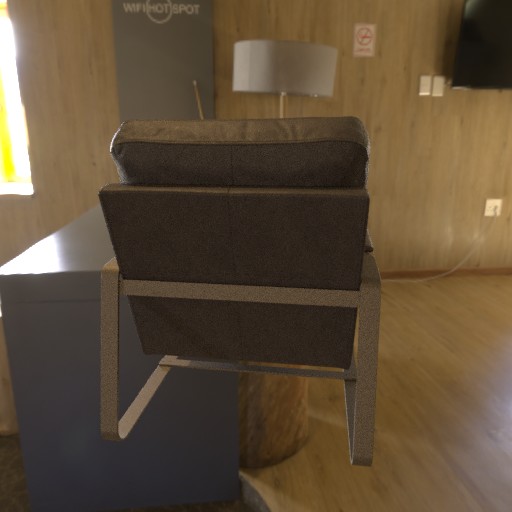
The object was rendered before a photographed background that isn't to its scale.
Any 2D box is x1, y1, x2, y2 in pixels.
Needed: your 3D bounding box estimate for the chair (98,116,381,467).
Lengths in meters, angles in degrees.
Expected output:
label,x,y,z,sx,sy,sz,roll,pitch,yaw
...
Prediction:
label,x,y,z,sx,sy,sz,roll,pitch,yaw
chair,0.000,0.000,1.425,0.692,0.839,0.878,2,16,8
